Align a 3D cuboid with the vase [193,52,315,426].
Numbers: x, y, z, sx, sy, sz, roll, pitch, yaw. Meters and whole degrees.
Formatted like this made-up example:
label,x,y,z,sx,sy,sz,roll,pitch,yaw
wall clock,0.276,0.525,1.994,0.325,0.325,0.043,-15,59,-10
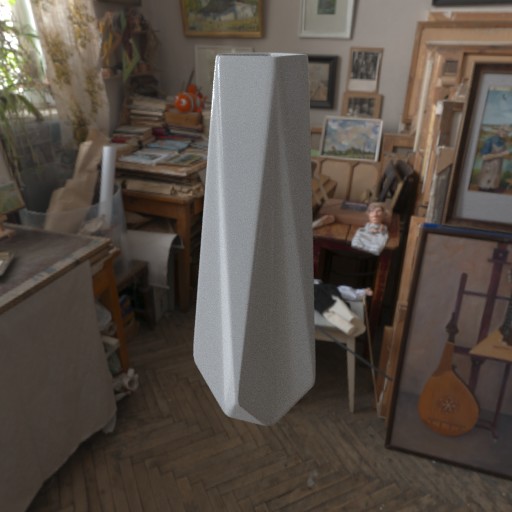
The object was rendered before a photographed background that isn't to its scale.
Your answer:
label,x,y,z,sx,sy,sz,roll,pitch,yaw
vase,0.000,0.000,0.397,0.122,0.329,0.116,-9,28,-17
